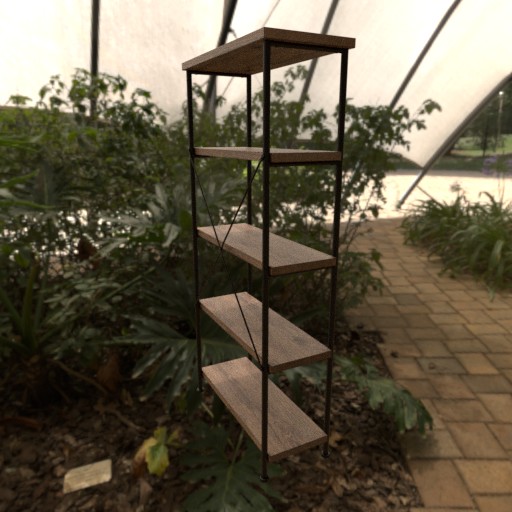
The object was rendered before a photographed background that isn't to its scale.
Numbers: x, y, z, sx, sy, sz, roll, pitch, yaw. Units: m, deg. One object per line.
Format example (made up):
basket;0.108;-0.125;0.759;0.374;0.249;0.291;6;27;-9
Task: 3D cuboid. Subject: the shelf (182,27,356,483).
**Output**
shelf;0.000;0.000;2.009;0.360;1.700;0.800;-8;17;-26
